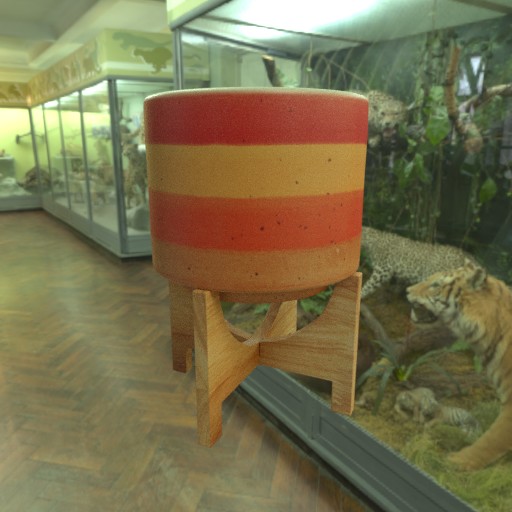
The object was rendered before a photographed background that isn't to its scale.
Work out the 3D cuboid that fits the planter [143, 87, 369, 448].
[{"bbox_3d":[0.000,0.000,0.567,0.269,0.379,0.269,0,14,0],"label":"planter"}]
